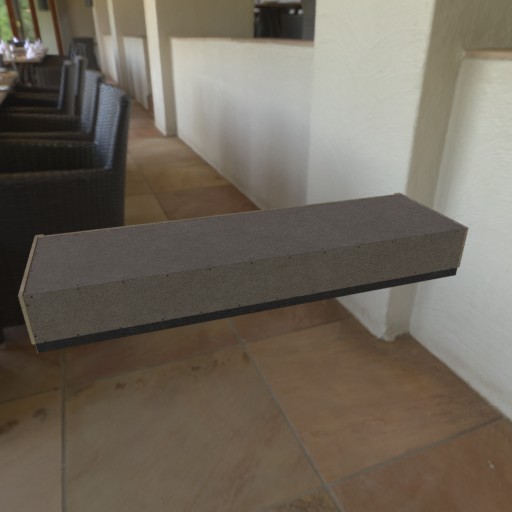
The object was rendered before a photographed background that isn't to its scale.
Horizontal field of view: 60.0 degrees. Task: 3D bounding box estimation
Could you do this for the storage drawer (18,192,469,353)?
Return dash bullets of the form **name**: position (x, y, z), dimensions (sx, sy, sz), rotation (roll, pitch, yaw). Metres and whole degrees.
- **storage drawer**: position (0.000, 0.000, 2.262), dimensions (2.072, 0.274, 0.591), rotation (-8, 28, -16)
